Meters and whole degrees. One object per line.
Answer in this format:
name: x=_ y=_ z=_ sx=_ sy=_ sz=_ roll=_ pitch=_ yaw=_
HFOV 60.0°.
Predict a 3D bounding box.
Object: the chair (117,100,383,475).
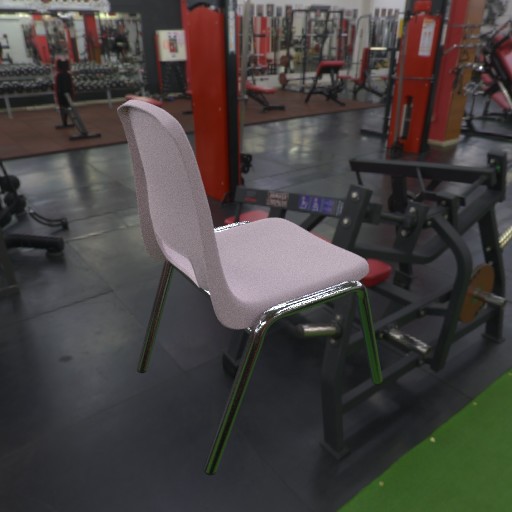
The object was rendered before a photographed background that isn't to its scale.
chair: x=0.000 y=0.000 z=0.841 sx=0.423 sy=0.586 sz=0.354 roll=-17 pitch=31 yaw=-31
